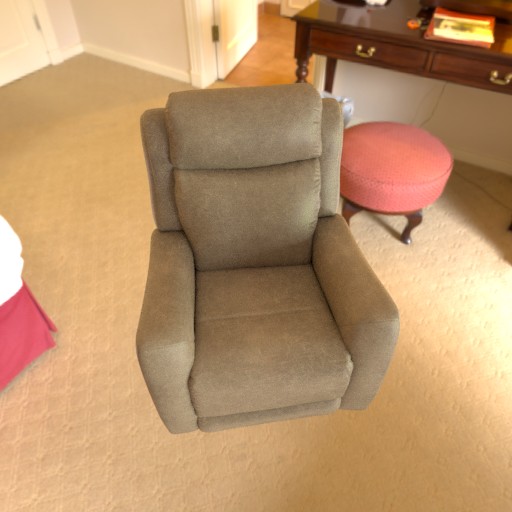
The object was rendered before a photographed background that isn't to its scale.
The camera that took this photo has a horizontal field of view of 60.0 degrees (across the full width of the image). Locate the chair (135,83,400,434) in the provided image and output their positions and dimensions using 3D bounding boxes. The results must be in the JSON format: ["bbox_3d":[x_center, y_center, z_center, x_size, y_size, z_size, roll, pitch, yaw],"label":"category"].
[{"bbox_3d":[0.000,0.000,1.928,0.965,1.116,1.068,-5,46,-5],"label":"chair"}]
